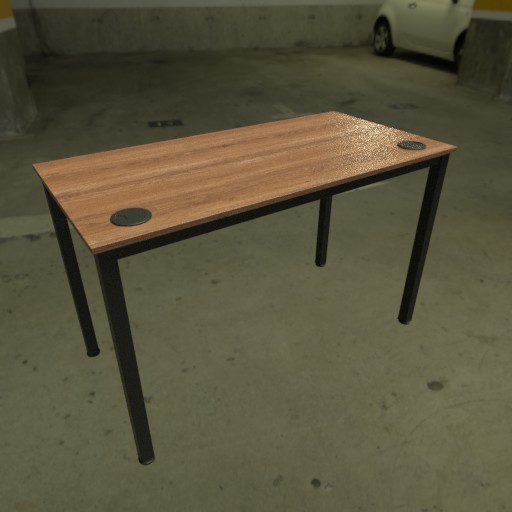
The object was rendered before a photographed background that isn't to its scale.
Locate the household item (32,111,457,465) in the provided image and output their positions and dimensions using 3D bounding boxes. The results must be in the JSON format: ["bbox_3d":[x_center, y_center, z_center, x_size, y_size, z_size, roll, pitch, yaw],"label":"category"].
[{"bbox_3d":[0.000,0.000,1.581,1.200,0.750,0.600,-19,36,-28],"label":"household item"}]
